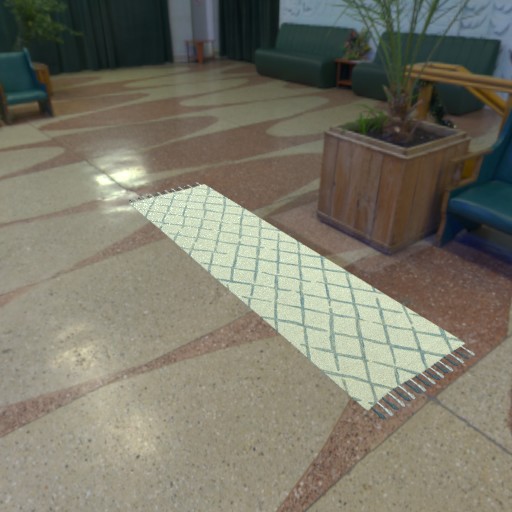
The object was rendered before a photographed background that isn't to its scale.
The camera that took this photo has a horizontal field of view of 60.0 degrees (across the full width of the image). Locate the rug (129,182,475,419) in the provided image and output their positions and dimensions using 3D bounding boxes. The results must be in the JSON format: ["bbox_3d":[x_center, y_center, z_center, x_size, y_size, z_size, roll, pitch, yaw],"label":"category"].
[{"bbox_3d":[0.000,0.000,2.544,0.620,0.008,2.372,-20,37,-30],"label":"rug"}]
